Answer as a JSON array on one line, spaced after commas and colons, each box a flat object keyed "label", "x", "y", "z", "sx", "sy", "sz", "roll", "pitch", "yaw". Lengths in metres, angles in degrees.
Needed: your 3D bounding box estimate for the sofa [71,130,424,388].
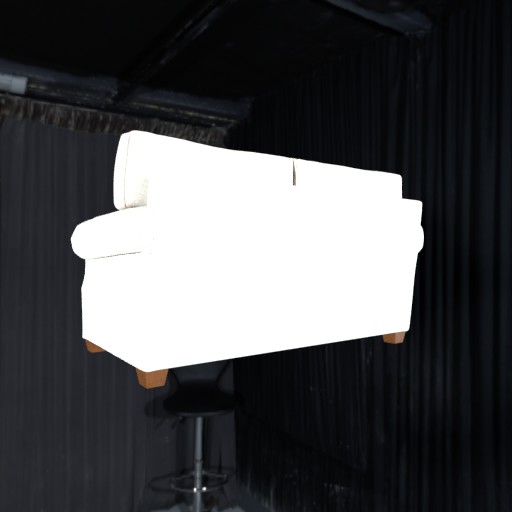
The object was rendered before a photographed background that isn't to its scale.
[{"label": "sofa", "x": 0.000, "y": 0.000, "z": 2.340, "sx": 1.701, "sy": 0.966, "sz": 0.966, "roll": 0, "pitch": 0, "yaw": -36}]
